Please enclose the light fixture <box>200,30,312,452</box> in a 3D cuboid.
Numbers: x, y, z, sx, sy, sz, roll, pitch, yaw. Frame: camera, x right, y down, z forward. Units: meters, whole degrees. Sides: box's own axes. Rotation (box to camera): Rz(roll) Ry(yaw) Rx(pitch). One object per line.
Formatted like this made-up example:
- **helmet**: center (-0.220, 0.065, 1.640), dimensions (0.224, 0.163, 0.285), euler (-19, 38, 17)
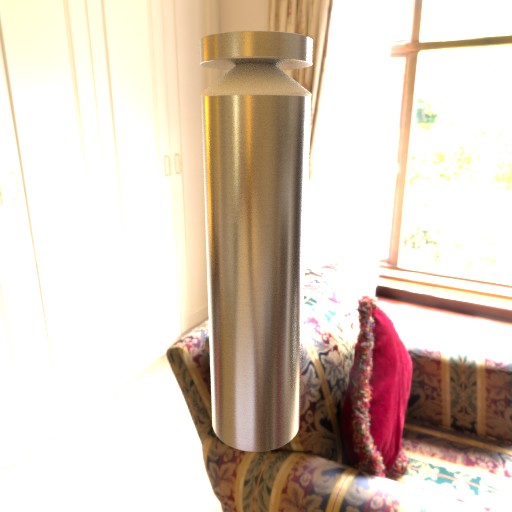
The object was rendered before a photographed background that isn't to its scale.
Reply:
- **light fixture**: center (0.000, 0.000, 0.454), dimensions (0.102, 0.400, 0.102), euler (-2, 17, -8)
